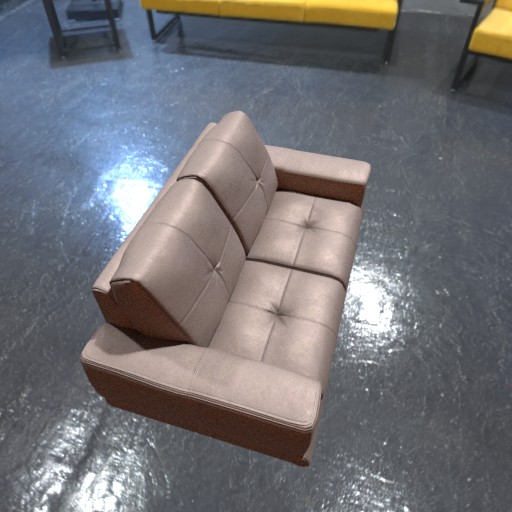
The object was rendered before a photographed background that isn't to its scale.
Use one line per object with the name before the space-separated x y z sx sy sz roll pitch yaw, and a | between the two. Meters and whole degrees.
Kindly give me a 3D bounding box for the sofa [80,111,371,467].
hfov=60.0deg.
sofa | 0.000 0.000 2.363 1.018 0.907 1.806 13 48 11
